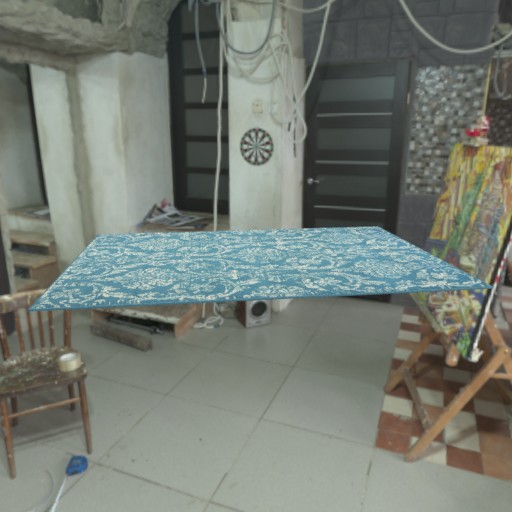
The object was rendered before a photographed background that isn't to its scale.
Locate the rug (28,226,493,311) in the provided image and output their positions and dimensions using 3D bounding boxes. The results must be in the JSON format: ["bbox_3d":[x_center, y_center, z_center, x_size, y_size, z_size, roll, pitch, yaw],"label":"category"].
[{"bbox_3d":[0.000,0.000,3.450,2.746,0.018,1.816,-2,16,-7],"label":"rug"}]
